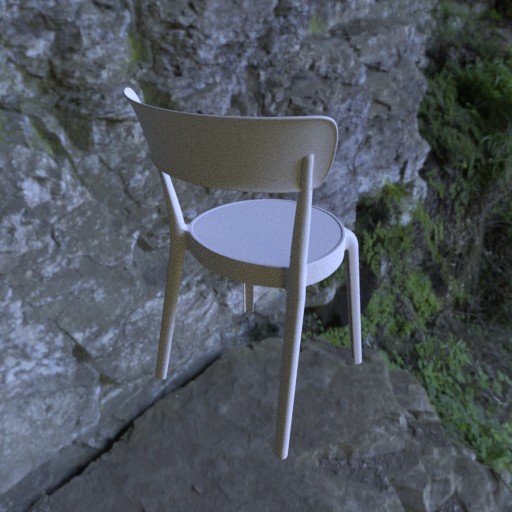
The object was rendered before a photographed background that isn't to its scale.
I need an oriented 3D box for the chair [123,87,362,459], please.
[{"bbox_3d":[0.000,0.000,1.111,0.506,0.790,0.491,20,35,32],"label":"chair"}]
